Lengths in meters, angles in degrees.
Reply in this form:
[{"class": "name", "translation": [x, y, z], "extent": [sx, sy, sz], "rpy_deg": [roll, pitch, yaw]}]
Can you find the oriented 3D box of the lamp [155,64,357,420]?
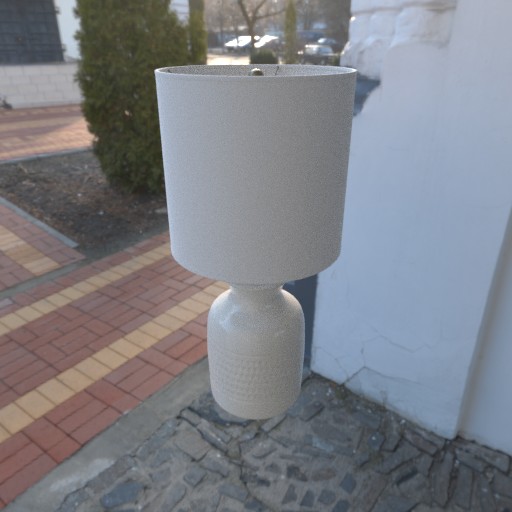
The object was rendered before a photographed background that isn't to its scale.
[{"class": "lamp", "translation": [0.000, 0.000, 0.504], "extent": [0.188, 0.392, 0.188], "rpy_deg": [-18, 31, -32]}]
